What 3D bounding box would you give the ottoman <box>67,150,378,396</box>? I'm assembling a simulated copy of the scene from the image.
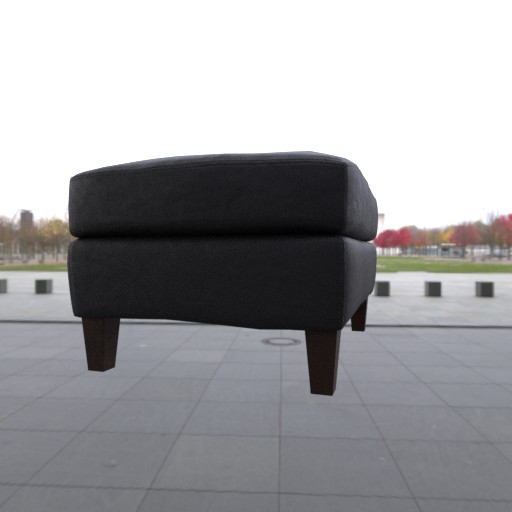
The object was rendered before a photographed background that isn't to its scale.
[{"bbox_3d":[0.000,0.000,1.297,0.659,0.529,0.887,0,1,18],"label":"ottoman"}]
